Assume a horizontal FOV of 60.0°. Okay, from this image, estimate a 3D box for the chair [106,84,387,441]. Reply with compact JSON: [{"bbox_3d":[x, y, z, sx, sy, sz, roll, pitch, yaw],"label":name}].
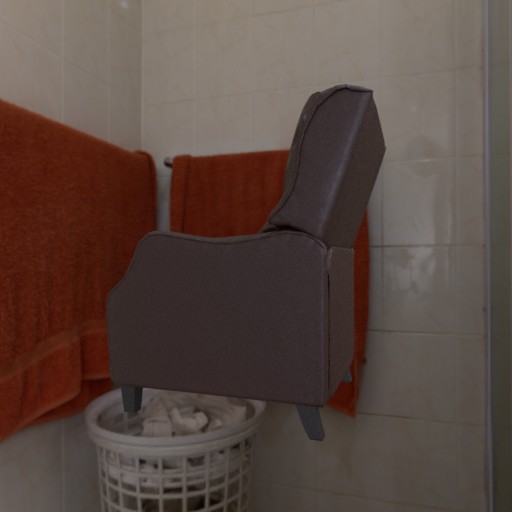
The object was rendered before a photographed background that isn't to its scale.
[{"bbox_3d":[0.000,0.000,1.799,0.982,1.132,0.770,0,0,19],"label":"chair"}]
